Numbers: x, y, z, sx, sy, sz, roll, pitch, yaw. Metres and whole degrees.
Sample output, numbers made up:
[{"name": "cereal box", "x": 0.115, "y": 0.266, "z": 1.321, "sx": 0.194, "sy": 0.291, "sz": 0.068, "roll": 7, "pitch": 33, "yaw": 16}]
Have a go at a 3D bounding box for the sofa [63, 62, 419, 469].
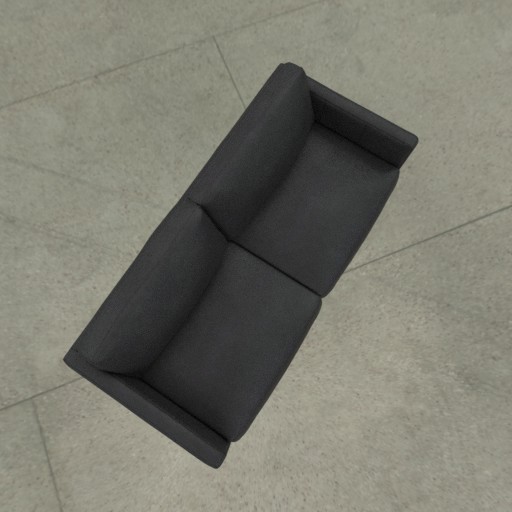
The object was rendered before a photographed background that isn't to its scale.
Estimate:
[{"name": "sofa", "x": 0.000, "y": 0.000, "z": 2.456, "sx": 0.933, "sy": 0.863, "sz": 1.971, "roll": 32, "pitch": 78, "yaw": 8}]
